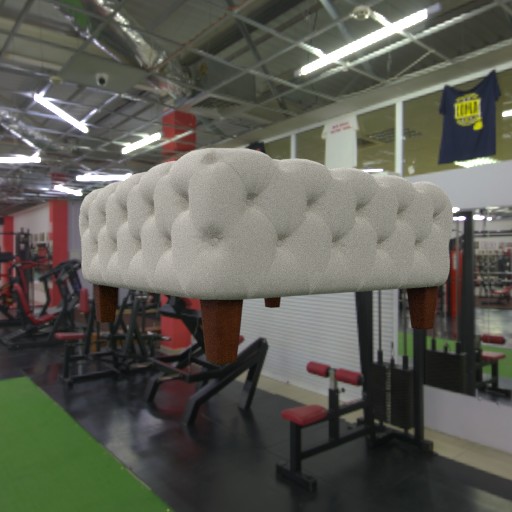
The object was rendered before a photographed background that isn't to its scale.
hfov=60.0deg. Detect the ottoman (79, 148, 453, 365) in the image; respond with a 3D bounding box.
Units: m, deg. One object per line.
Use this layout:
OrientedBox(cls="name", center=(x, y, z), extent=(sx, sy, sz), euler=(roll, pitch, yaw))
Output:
OrientedBox(cls="ottoman", center=(0.000, 0.000, 1.211), extent=(0.755, 0.376, 0.753), euler=(0, 0, -37))
